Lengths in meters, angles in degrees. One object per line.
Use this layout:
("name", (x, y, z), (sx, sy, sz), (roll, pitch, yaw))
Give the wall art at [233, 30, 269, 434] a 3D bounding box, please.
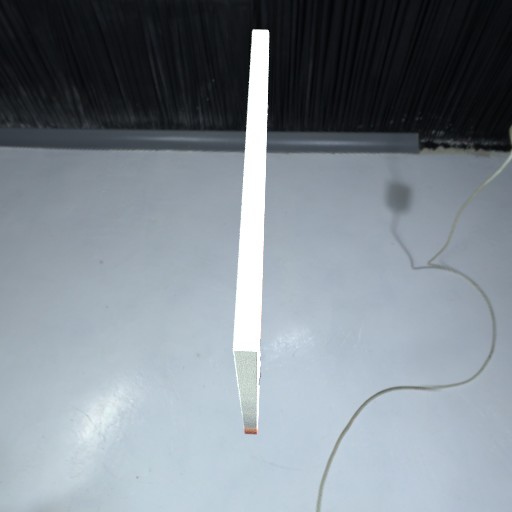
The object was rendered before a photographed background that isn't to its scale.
("wall art", (0.000, 0.000, 1.154), (0.042, 0.760, 0.760), (2, 60, 1))
